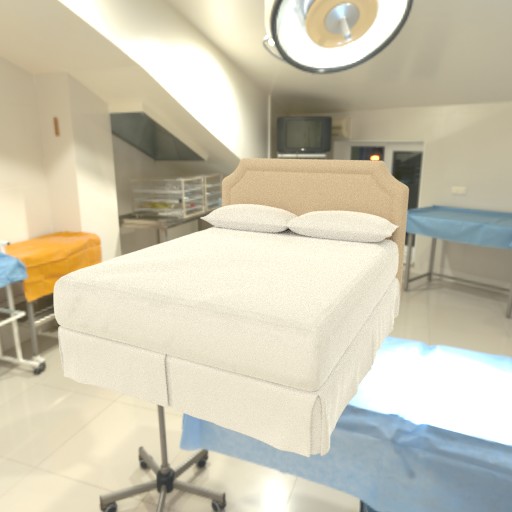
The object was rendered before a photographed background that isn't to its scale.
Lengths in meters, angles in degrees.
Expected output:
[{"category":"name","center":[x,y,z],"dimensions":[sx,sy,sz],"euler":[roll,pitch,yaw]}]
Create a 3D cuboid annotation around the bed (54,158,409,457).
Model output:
[{"category":"bed","center":[0.000,0.000,3.778],"dimensions":[2.134,1.524,2.548],"euler":[7,16,26]}]
